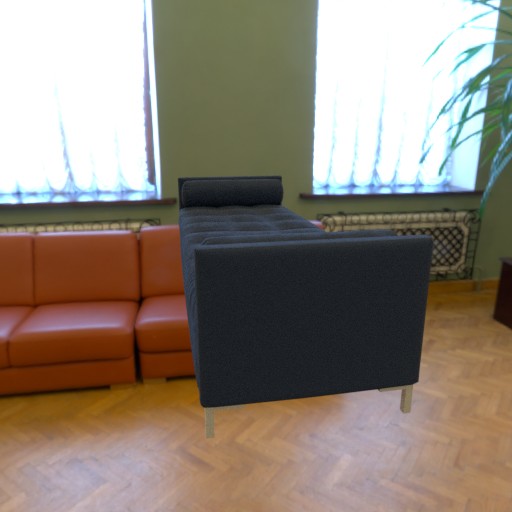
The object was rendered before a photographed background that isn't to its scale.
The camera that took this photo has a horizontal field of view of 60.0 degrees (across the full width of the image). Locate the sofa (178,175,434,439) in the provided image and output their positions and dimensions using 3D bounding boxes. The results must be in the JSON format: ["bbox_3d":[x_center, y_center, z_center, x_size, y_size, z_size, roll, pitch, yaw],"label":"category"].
[{"bbox_3d":[0.000,0.000,2.417,0.797,0.657,2.102,-3,16,-11],"label":"sofa"}]
